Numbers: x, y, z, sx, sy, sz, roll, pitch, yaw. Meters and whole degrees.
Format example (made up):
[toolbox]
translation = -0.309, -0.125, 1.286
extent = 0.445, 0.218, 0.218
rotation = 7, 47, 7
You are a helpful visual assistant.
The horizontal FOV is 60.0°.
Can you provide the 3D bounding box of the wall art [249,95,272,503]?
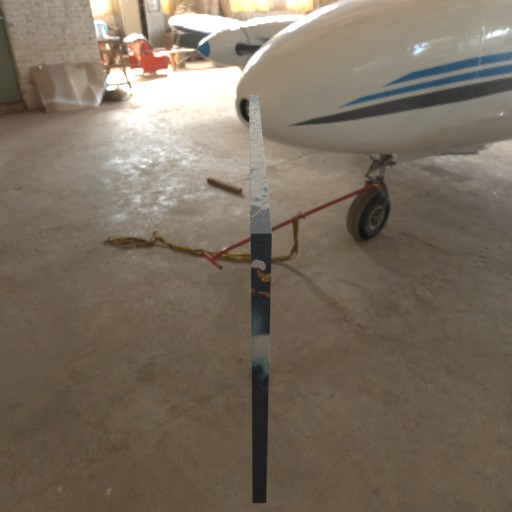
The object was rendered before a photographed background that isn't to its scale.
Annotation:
[wall art]
translation = 0.000, 0.000, 1.402
extent = 0.035, 0.759, 1.138
rotation = 0, 31, -1
